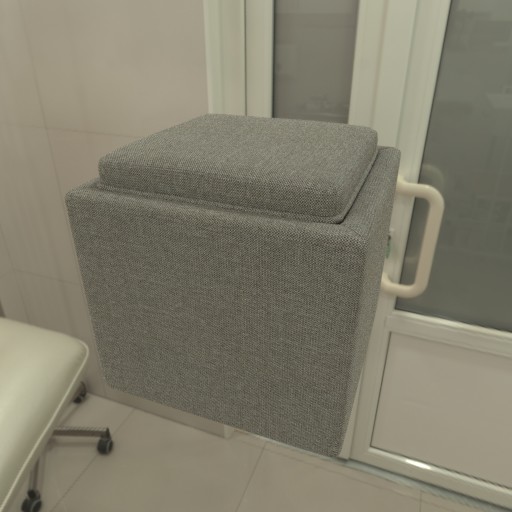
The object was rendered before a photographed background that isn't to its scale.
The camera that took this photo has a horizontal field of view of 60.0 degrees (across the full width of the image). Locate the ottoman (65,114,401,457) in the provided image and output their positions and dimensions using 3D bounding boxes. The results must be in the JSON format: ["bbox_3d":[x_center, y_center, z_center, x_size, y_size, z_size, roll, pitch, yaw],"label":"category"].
[{"bbox_3d":[0.000,0.000,0.844,0.450,0.460,0.450,10,30,18],"label":"ottoman"}]
